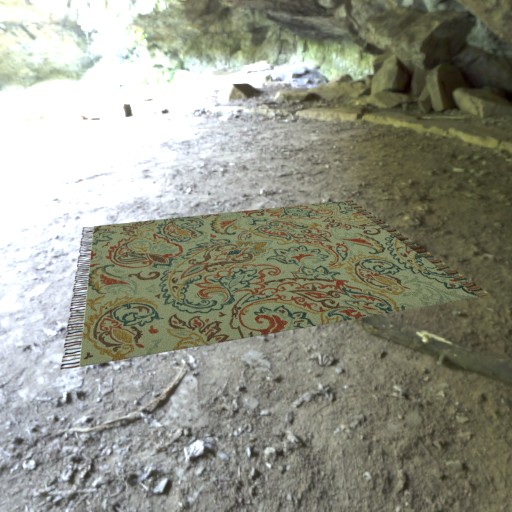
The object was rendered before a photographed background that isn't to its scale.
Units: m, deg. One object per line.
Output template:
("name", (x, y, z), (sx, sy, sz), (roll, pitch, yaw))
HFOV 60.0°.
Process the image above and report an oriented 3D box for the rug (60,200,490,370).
("rug", (0.000, 0.000, 4.252), (3.274, 0.015, 2.439), (-7, 27, -14))
